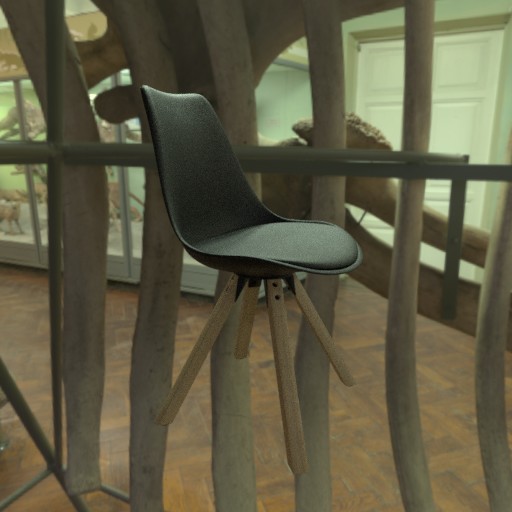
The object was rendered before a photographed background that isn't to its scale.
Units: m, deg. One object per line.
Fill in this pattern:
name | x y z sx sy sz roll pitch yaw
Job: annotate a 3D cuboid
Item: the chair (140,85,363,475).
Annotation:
chair | 0.000 0.000 1.170 0.549 0.850 0.485 7 16 26
